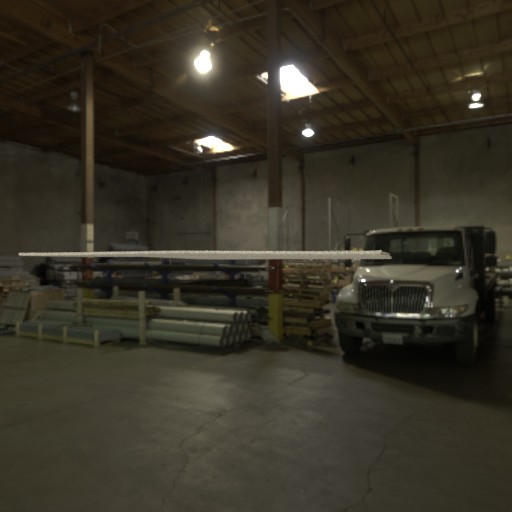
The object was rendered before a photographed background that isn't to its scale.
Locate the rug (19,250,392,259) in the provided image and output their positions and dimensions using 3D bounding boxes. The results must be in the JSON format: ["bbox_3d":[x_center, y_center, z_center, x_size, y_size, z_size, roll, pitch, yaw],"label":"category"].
[{"bbox_3d":[0.000,0.000,4.778,2.757,0.051,3.626,0,-1,18],"label":"rug"}]
